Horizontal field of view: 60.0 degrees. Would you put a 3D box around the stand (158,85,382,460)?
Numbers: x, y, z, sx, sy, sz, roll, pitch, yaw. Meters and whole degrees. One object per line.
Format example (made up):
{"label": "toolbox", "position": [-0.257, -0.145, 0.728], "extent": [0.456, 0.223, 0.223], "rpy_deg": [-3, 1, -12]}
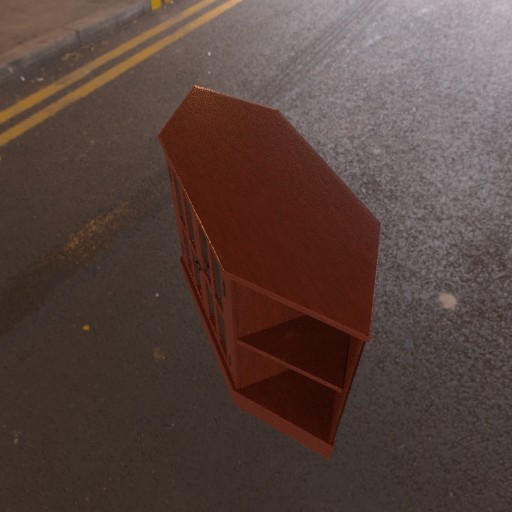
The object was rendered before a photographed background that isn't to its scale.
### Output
{"label": "stand", "position": [0.000, 0.000, 1.353], "extent": [0.381, 0.614, 1.072], "rpy_deg": [-17, 48, -15]}
